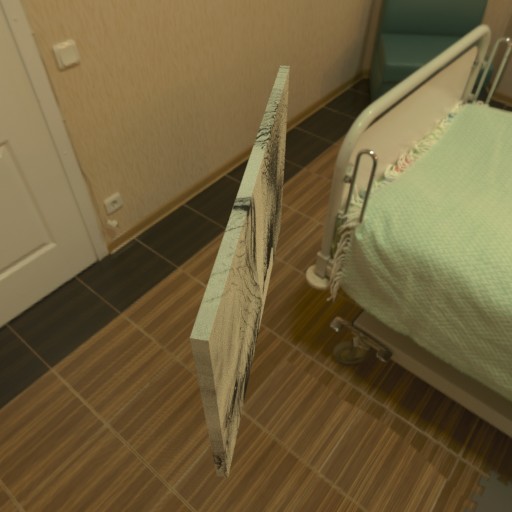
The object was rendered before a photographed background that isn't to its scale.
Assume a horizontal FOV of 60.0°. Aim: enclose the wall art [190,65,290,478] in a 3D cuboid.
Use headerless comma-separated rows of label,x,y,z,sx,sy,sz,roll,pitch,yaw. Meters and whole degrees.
wall art,0.000,0.000,1.449,0.035,0.758,1.141,8,47,7
